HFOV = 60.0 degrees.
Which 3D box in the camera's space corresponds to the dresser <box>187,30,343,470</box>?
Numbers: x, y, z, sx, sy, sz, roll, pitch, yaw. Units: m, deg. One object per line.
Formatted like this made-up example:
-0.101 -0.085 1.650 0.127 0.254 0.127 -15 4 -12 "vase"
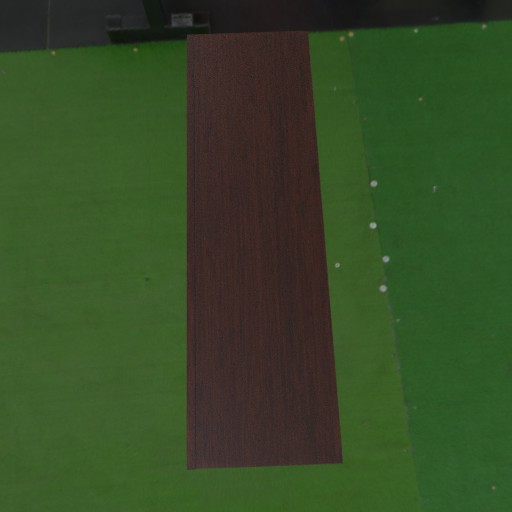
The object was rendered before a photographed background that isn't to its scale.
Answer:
0.000 0.000 2.055 0.499 0.971 1.609 -2 76 -1 "dresser"
